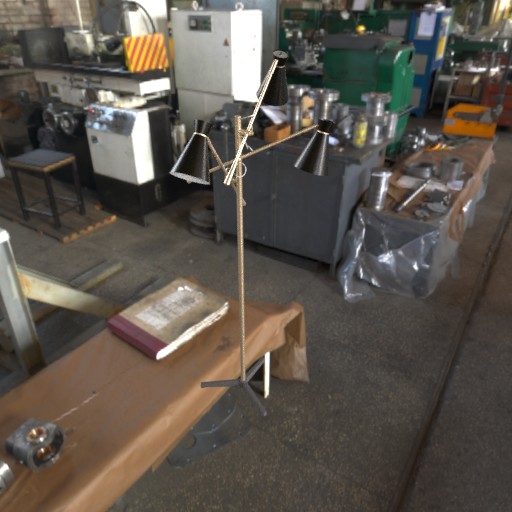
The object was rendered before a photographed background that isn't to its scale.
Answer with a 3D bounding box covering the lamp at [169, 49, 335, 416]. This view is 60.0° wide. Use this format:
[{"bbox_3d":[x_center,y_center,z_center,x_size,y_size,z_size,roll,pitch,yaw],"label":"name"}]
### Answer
[{"bbox_3d":[0.000,0.000,2.175,0.653,1.804,0.750,0,30,0],"label":"lamp"}]
